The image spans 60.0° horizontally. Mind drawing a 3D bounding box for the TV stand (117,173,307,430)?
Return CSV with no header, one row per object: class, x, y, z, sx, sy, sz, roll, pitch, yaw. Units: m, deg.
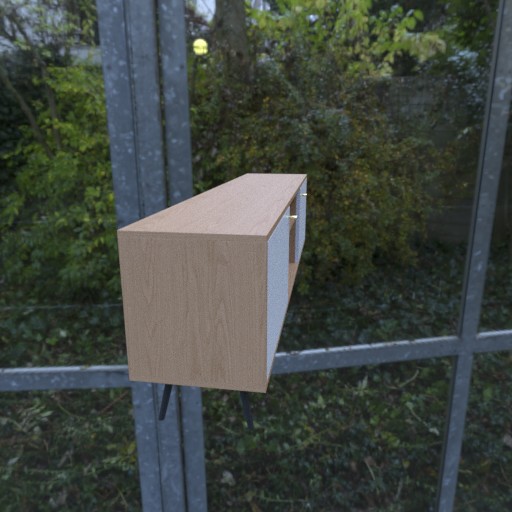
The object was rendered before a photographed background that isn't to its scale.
TV stand,0.000,0.000,1.968,0.400,0.580,1.760,2,15,9
